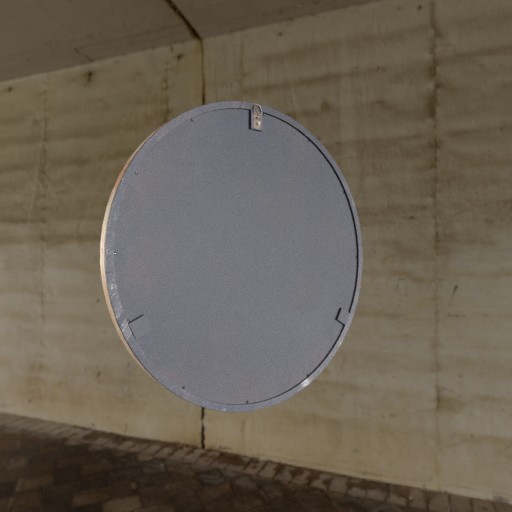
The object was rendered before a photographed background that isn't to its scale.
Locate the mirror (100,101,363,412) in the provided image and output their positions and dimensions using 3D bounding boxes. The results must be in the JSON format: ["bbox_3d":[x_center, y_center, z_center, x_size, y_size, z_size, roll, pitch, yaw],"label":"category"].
[{"bbox_3d":[0.000,0.000,1.044,0.710,0.710,0.038,1,-1,-35],"label":"mirror"}]
